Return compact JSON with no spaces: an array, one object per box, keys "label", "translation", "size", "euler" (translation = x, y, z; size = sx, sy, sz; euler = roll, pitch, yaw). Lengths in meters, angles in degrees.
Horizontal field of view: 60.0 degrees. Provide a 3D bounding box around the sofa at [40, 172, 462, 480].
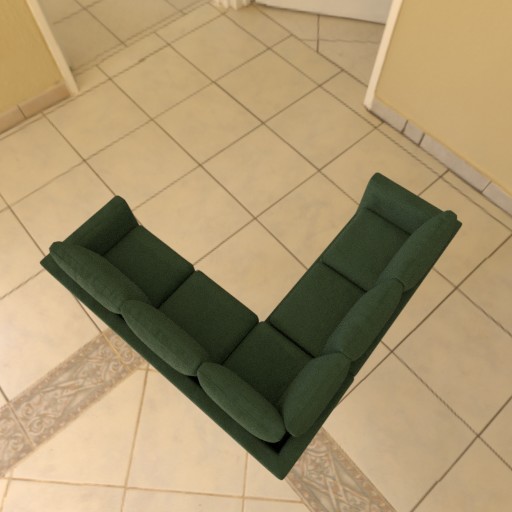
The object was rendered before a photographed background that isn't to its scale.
[{"label":"sofa","translation":[0.000,0.000,3.805],"size":[2.452,1.004,2.468],"euler":[36,69,17]}]
